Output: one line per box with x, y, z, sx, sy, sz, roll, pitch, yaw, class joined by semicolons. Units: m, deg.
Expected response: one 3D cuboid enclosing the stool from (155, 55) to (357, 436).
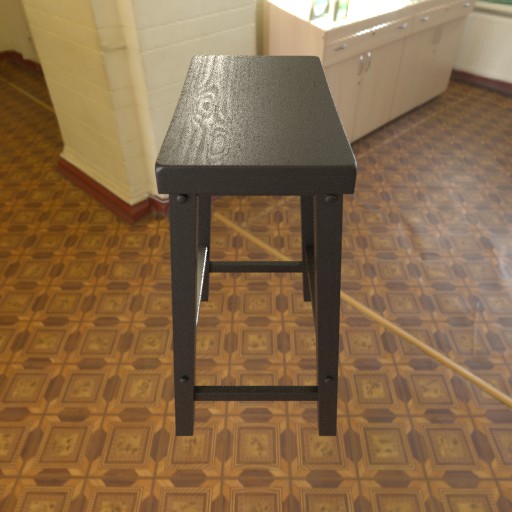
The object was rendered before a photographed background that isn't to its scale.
0.000;0.000;0.847;0.322;0.610;0.406;0;41;0;stool
